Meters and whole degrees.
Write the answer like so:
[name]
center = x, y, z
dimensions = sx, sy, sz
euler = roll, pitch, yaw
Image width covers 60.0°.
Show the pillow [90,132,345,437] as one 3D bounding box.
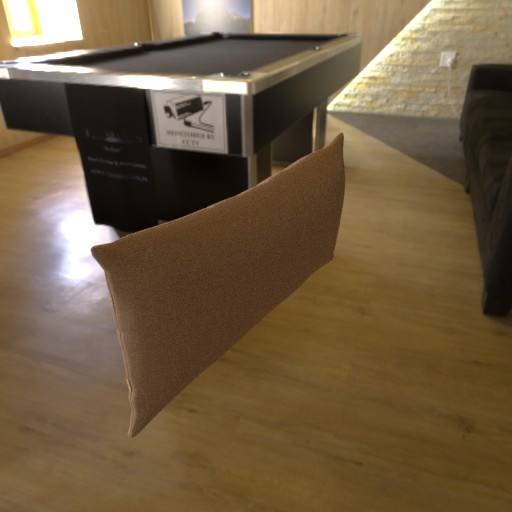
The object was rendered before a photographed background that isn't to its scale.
[pillow]
center = 0.000, 0.000, 0.762
dimensions = 0.148, 0.308, 0.612
euler = 20, 36, 30
